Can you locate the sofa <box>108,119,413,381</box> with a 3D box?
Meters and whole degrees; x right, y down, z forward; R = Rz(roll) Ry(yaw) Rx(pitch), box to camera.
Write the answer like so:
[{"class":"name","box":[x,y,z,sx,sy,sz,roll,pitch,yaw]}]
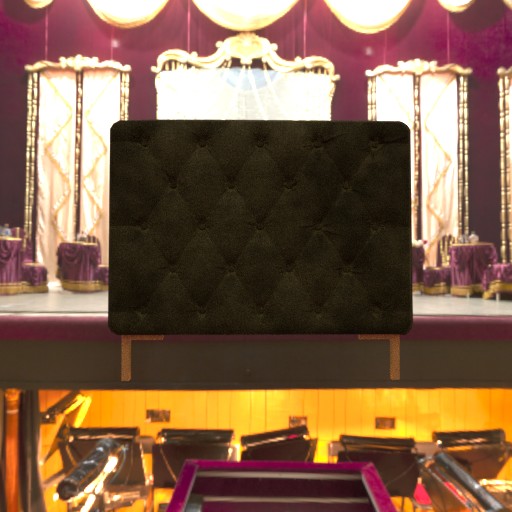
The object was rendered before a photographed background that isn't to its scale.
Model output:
[{"class":"sofa","box":[0.000,0.000,2.017,0.895,0.768,1.537,0,-2,-1]}]
